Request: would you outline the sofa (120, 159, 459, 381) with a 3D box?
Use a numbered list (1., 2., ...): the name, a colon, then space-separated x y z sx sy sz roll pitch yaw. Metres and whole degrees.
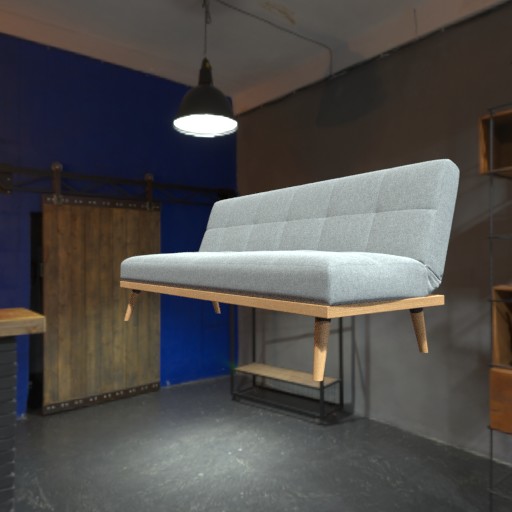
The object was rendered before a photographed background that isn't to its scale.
1. sofa: 0.000 0.000 2.317 0.800 0.800 1.820 0 0 -37
